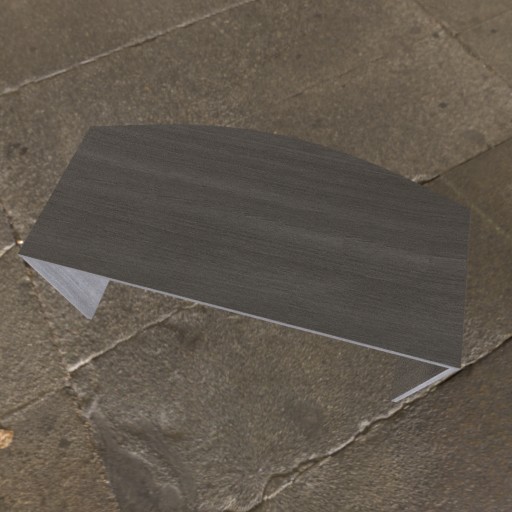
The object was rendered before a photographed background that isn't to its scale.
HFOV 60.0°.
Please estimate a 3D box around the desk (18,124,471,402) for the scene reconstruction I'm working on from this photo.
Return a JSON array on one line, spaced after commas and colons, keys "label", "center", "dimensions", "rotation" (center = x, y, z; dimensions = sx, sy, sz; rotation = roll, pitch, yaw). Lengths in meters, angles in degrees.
[{"label": "desk", "center": [0.000, 0.000, 2.044], "dimensions": [1.600, 0.750, 0.802], "rotation": [14, 64, 7]}]
